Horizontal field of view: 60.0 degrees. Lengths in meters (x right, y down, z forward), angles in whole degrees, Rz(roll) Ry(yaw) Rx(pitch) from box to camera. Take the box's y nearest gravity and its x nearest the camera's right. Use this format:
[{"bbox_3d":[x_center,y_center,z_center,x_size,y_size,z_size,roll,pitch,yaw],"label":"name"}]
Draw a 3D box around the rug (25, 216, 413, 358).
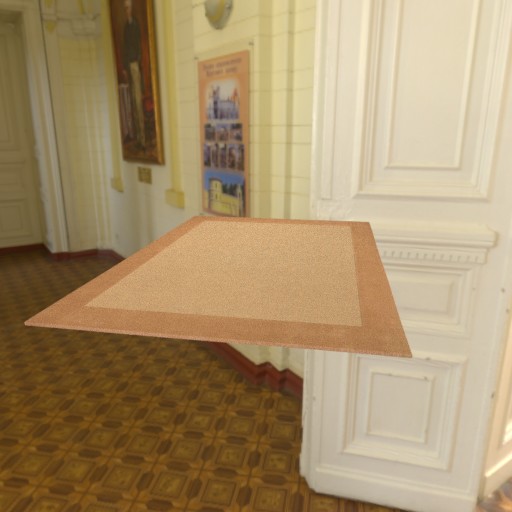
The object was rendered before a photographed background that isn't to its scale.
[{"bbox_3d":[0.000,0.000,2.211,1.219,0.014,1.829,3,17,10],"label":"rug"}]
